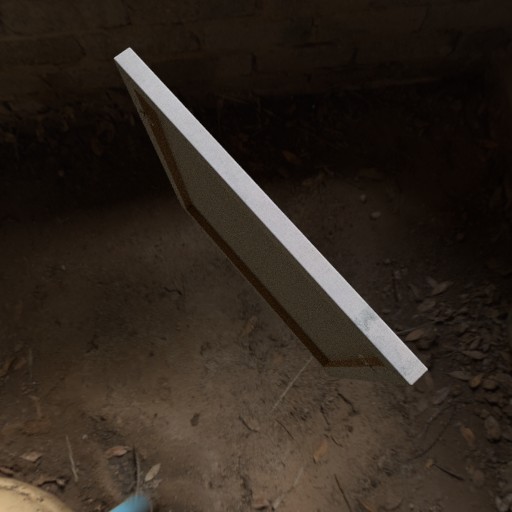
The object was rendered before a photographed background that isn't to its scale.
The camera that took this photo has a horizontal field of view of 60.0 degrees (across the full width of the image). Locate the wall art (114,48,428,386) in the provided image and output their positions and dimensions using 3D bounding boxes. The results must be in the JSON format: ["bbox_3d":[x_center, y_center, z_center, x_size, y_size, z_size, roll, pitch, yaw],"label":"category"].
[{"bbox_3d":[0.000,0.000,1.113,0.041,0.762,0.762,-40,79,-9],"label":"wall art"}]
